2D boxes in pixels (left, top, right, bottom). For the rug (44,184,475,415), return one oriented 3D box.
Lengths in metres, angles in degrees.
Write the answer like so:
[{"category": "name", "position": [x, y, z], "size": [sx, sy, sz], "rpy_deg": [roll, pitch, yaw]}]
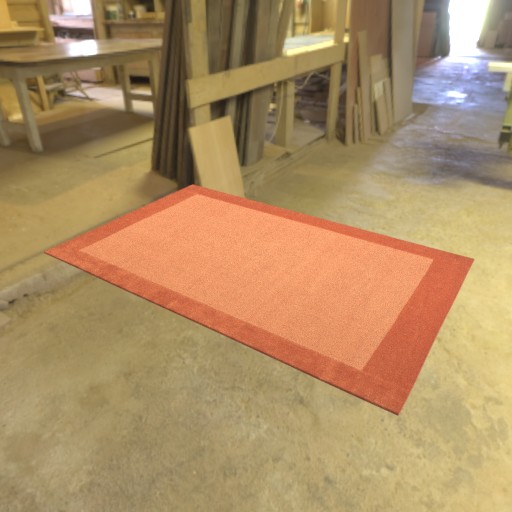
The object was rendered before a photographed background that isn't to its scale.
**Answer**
[{"category": "rug", "position": [0.000, 0.000, 2.955], "size": [2.438, 0.014, 1.524], "rpy_deg": [19, 35, 29]}]
